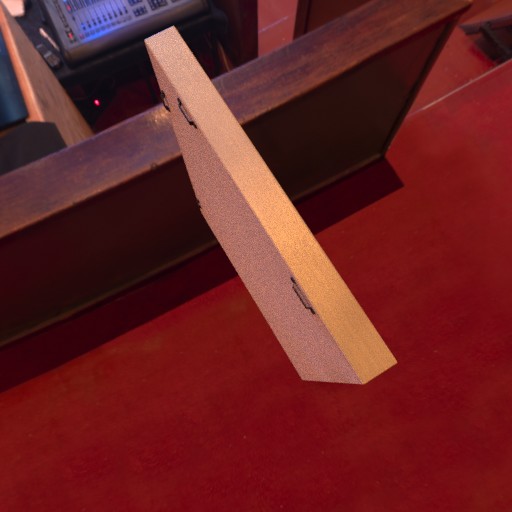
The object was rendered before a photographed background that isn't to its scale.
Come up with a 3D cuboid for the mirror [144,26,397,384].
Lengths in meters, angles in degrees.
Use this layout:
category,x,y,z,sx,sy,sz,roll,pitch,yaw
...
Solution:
category,x,y,z,sx,sy,sz,roll,pitch,yaw
mirror,0.000,0.000,0.667,0.041,0.509,0.406,-30,77,-8
